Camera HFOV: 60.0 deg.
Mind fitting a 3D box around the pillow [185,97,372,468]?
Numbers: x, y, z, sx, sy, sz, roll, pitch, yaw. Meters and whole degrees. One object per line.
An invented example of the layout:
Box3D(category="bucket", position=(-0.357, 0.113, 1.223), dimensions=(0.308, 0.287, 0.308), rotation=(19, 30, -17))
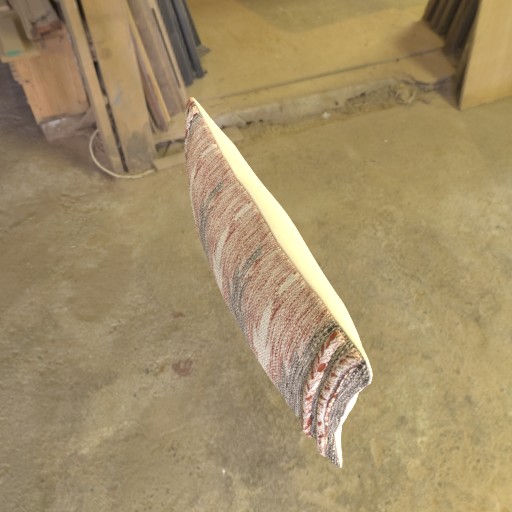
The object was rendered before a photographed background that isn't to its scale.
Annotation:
Box3D(category="pillow", position=(0.000, 0.000, 0.738), dimensions=(0.139, 0.282, 0.635), rotation=(-17, 50, -15))
